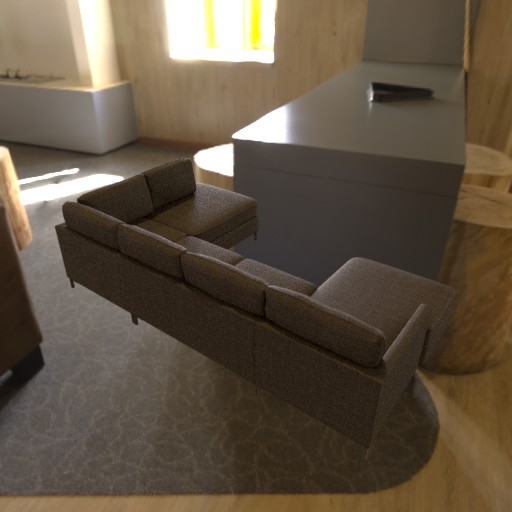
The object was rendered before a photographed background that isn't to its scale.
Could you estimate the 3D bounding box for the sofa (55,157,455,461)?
[{"bbox_3d":[0.000,0.000,4.229,3.423,0.999,2.048,21,37,31],"label":"sofa"}]
